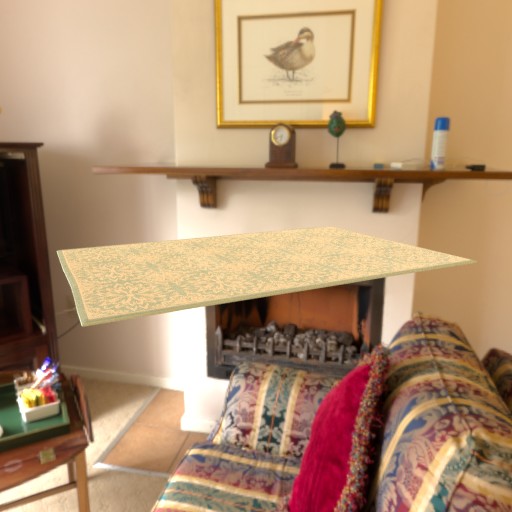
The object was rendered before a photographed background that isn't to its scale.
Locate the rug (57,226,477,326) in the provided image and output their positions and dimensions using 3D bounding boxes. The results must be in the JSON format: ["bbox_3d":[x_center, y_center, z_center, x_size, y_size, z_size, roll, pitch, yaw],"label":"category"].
[{"bbox_3d":[0.000,0.000,3.458,2.746,0.018,1.819,-7,15,-26],"label":"rug"}]
